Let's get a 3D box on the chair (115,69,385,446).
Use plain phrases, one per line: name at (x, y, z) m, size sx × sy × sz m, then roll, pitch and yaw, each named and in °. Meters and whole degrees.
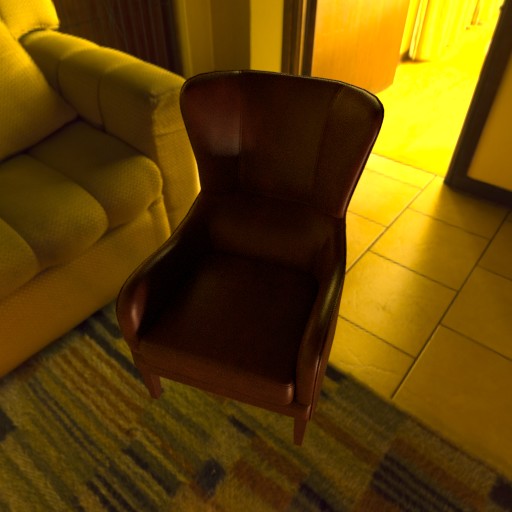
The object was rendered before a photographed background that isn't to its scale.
chair at (0.000, 0.000, 1.636) m, size 0.692 × 1.048 × 0.914 m, roll 13°, pitch 44°, yaw 14°
